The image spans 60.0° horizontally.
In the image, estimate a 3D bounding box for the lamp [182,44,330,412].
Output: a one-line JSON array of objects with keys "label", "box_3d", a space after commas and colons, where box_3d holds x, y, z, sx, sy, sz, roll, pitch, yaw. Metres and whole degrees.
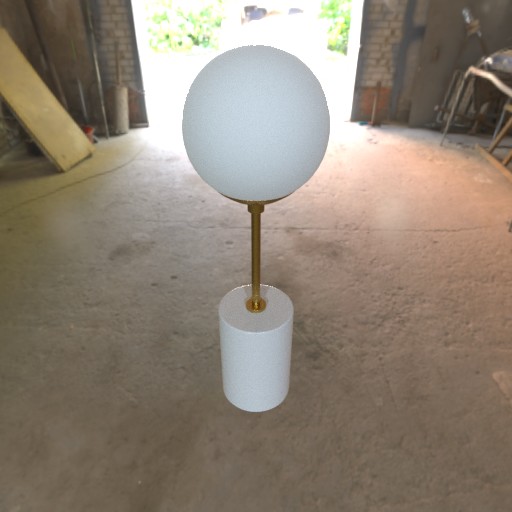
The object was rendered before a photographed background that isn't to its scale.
[{"label": "lamp", "box_3d": [0.000, 0.000, 0.553, 0.153, 0.480, 0.153, 0, 34, 0]}]
